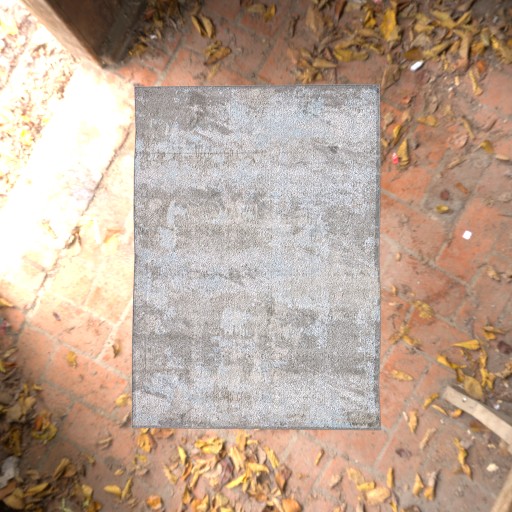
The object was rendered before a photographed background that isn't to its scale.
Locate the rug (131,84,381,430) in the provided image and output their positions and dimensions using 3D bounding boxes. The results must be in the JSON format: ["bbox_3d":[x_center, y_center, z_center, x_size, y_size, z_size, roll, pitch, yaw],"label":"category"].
[{"bbox_3d":[0.000,0.000,4.264,2.393,0.013,3.307,0,89,1],"label":"rug"}]
